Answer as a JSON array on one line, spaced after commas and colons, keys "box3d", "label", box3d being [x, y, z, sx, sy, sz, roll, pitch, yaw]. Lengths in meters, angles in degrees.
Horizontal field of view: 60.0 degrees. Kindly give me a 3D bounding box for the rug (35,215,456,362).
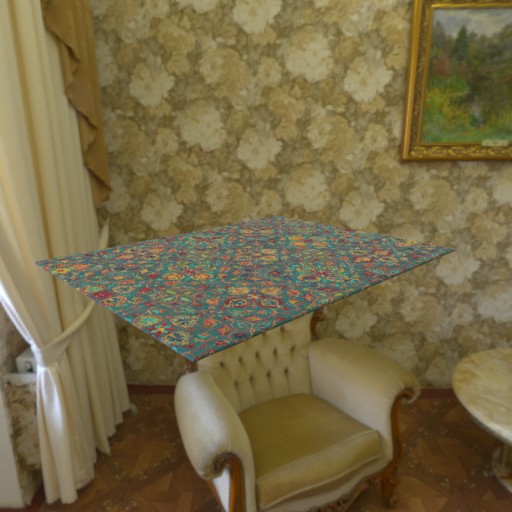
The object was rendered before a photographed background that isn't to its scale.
[{"box3d": [0.000, 0.000, 4.213, 3.204, 0.025, 2.434, -15, 22, -41], "label": "rug"}]
